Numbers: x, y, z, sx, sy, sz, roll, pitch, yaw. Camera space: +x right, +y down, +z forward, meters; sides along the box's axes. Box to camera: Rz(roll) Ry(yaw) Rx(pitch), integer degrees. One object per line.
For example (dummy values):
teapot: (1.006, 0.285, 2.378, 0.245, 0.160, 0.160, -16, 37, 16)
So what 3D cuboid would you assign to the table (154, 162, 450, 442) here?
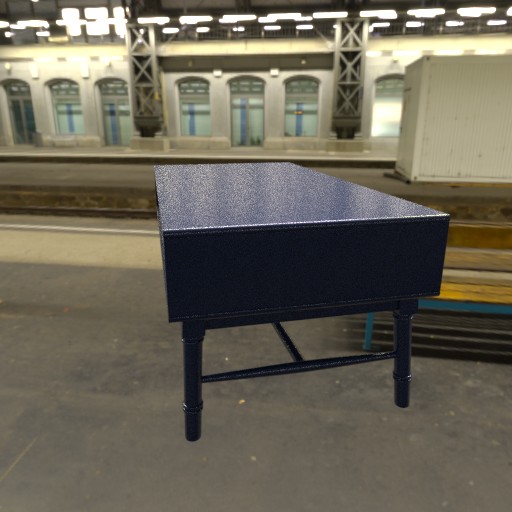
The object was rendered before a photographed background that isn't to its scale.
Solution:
table: (0.000, 0.000, 1.369, 0.572, 0.457, 1.067, -4, 18, -13)
